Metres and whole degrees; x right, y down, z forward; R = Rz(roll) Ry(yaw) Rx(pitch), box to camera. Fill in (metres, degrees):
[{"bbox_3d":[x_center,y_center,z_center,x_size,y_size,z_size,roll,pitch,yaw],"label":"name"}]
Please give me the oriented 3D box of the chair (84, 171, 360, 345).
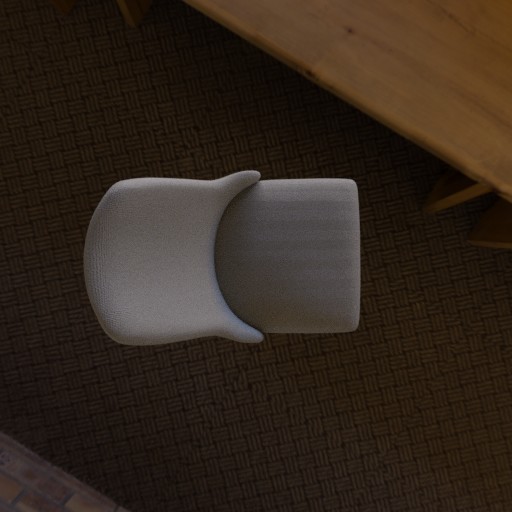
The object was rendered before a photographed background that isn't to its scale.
[{"bbox_3d":[0.000,0.000,1.356,0.707,0.918,0.535,0,91,0],"label":"chair"}]
